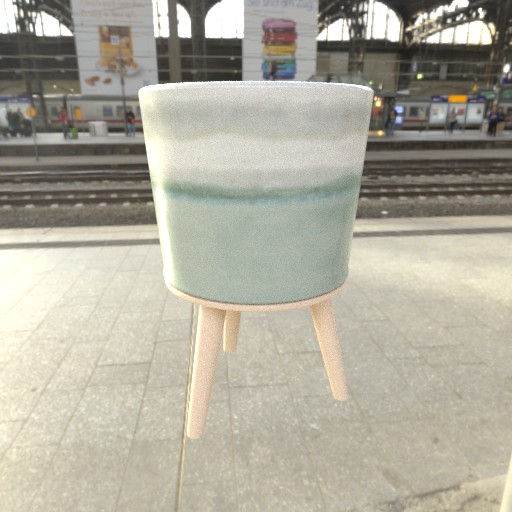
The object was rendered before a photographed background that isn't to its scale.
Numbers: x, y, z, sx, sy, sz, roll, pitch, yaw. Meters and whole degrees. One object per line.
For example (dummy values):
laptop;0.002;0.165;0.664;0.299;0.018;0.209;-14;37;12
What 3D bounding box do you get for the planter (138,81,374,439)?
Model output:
planter;0.000;0.000;0.573;0.265;0.404;0.265;-3;18;-8
